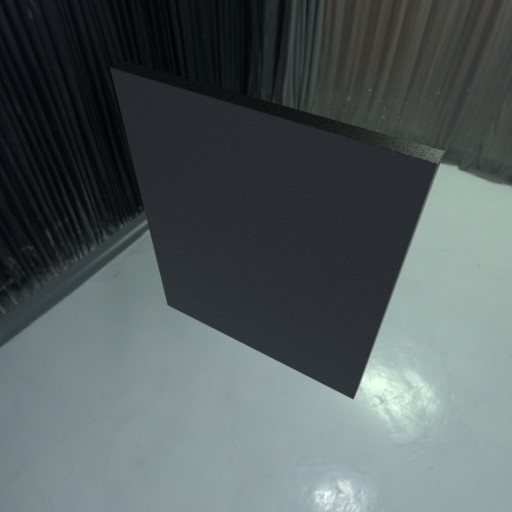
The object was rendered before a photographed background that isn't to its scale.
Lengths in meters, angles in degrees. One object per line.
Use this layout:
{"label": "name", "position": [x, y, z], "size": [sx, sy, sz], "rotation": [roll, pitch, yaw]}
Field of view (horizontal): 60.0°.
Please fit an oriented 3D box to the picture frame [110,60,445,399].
{"label": "picture frame", "position": [0.000, 0.000, 0.758], "size": [0.460, 0.556, 0.028], "rotation": [23, 51, 20]}
